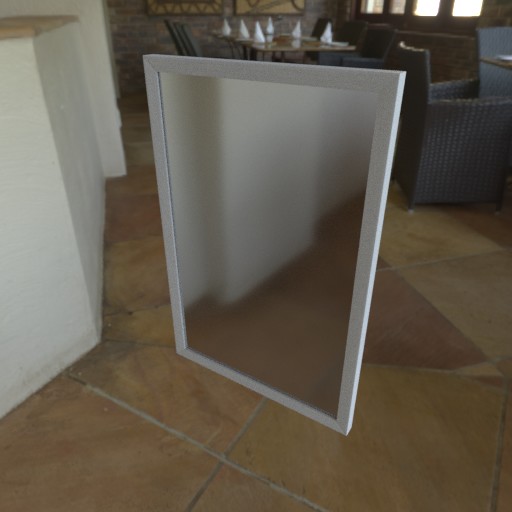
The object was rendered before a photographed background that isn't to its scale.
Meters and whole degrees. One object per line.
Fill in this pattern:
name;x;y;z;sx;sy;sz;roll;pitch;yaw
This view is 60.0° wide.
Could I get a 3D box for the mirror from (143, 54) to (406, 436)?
mirror;0.000;0.000;1.135;0.609;0.915;0.040;17;34;28
